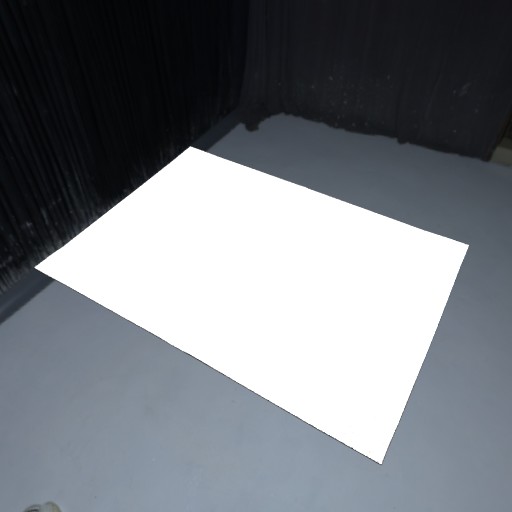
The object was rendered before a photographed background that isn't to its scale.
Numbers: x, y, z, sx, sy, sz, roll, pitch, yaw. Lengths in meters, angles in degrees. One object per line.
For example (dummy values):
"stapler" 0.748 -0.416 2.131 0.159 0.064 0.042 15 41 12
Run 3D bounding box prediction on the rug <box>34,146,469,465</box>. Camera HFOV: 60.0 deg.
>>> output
"rug" 0.000 0.000 3.557 2.869 0.038 2.032 24 50 21
